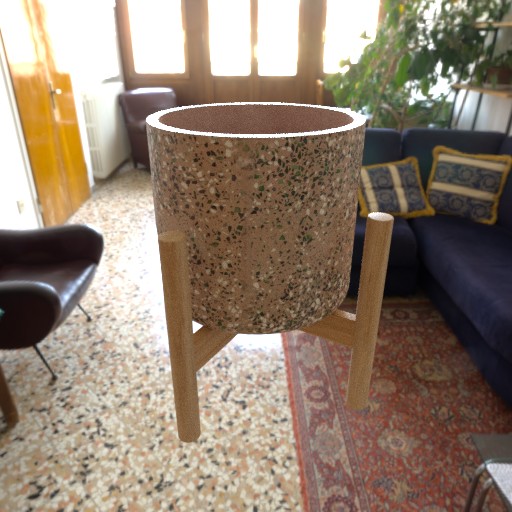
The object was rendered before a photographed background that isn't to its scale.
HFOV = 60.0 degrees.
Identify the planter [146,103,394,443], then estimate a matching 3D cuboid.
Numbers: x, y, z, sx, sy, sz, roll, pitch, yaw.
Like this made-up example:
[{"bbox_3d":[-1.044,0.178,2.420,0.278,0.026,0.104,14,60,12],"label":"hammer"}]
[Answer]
[{"bbox_3d":[0.000,0.000,0.527,0.284,0.320,0.284,-18,31,-32],"label":"planter"}]
